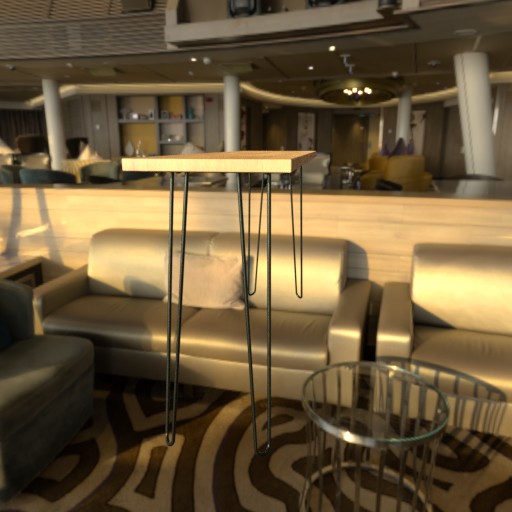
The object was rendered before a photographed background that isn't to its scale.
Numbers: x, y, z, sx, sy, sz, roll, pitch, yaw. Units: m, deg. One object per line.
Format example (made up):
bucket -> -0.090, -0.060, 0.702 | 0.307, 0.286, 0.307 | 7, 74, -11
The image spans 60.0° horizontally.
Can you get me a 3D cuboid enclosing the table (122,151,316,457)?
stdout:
table -> 0.000, 0.000, 1.771 | 0.399, 0.799, 1.400 | 2, 14, 9
